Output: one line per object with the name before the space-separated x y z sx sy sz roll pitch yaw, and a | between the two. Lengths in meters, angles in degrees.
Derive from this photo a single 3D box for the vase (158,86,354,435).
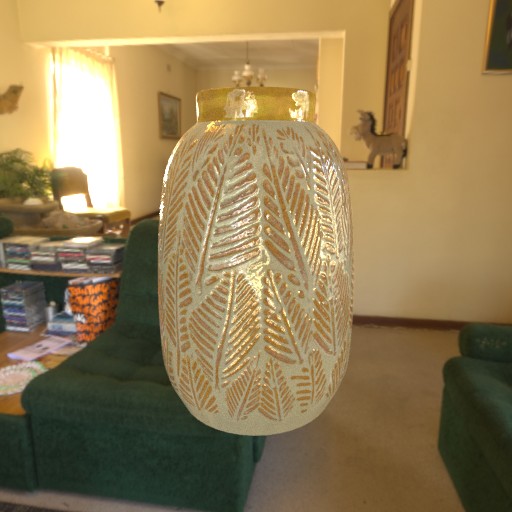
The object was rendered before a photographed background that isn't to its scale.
vase | 0.000 0.000 0.391 0.172 0.270 0.172 0 14 0
